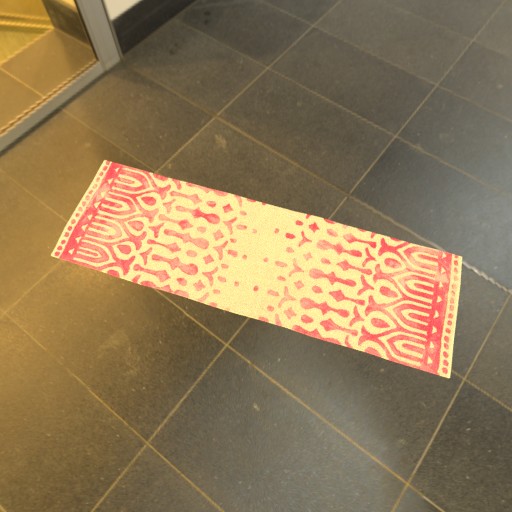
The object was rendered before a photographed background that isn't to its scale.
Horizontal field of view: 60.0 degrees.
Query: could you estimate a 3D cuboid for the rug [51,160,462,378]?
[{"bbox_3d":[0.000,0.000,2.740,2.458,0.011,0.787,16,64,8],"label":"rug"}]
